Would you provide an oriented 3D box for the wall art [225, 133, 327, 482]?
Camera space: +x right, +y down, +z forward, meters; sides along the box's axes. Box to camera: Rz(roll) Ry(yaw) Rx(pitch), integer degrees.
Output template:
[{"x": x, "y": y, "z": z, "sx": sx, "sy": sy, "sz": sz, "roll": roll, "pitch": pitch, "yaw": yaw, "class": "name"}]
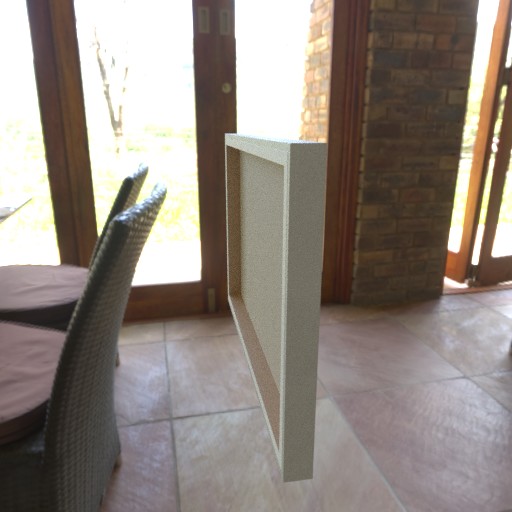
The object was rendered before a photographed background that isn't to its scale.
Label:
[{"x": 0.000, "y": 0.000, "z": 0.782, "sx": 0.038, "sy": 0.407, "sz": 0.609, "roll": -3, "pitch": 17, "yaw": -9, "class": "wall art"}]
